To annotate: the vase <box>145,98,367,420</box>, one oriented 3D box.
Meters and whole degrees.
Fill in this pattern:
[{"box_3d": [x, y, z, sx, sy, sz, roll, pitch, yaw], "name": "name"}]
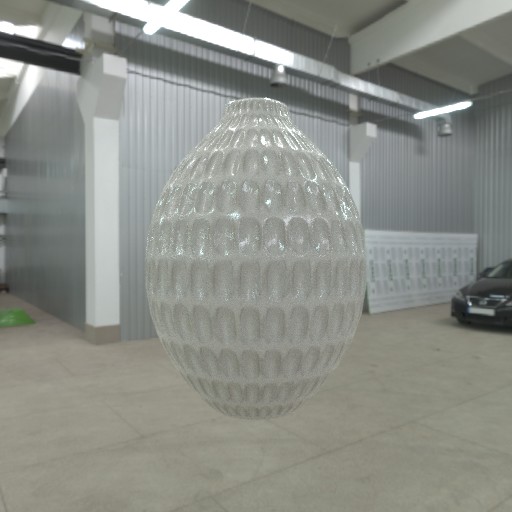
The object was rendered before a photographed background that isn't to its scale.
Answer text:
[{"box_3d": [0.000, 0.000, 0.334, 0.162, 0.223, 0.162, 0, 1, 0], "name": "vase"}]
